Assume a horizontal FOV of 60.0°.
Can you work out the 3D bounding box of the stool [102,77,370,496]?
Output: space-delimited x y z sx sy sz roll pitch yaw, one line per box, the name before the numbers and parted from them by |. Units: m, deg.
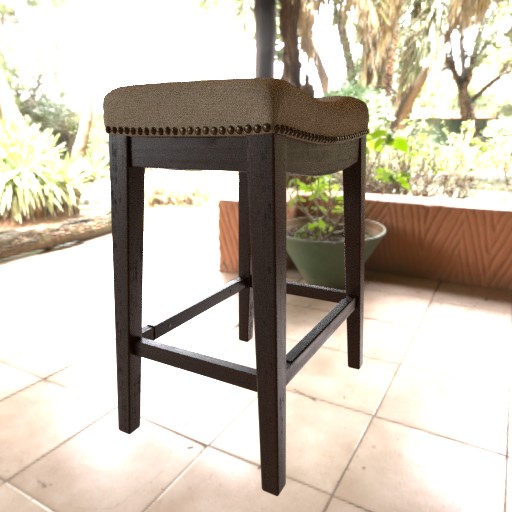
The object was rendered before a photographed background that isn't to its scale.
stool | 0.000 0.000 0.950 0.363 0.669 0.509 8 17 28
